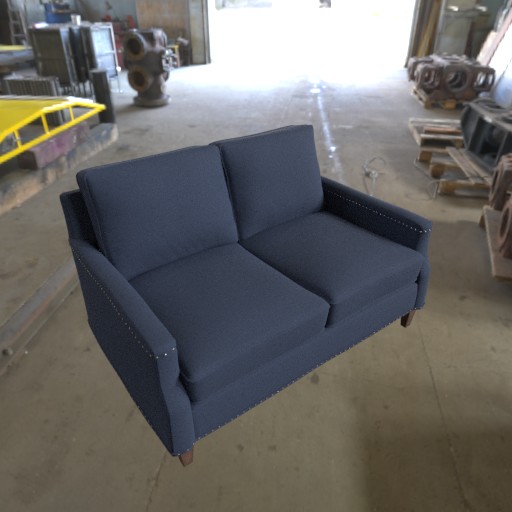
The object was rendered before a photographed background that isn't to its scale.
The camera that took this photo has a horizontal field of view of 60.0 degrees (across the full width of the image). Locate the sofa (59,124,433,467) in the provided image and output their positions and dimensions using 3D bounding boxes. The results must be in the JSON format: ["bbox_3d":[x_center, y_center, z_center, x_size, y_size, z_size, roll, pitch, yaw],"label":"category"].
[{"bbox_3d":[0.000,0.000,2.260,1.597,1.003,1.084,-21,37,-31],"label":"sofa"}]
